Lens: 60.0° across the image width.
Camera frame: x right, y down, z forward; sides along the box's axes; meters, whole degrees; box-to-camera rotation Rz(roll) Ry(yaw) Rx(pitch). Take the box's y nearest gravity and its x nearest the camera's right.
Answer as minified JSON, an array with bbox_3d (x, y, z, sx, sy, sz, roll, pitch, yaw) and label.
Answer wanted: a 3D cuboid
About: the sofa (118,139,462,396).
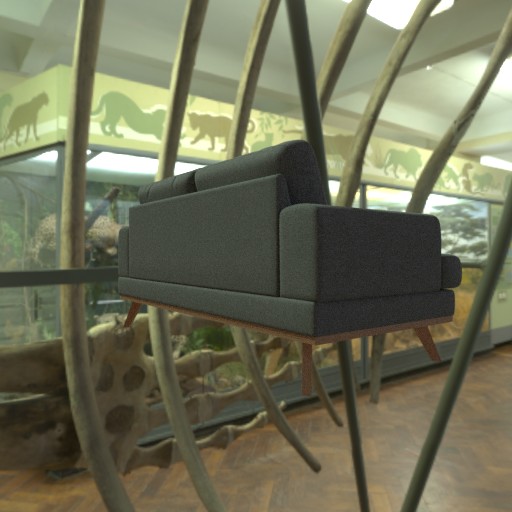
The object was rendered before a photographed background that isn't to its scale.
[{"bbox_3d":[0.000,0.000,2.128,0.785,0.810,1.650,0,1,-37],"label":"sofa"}]
